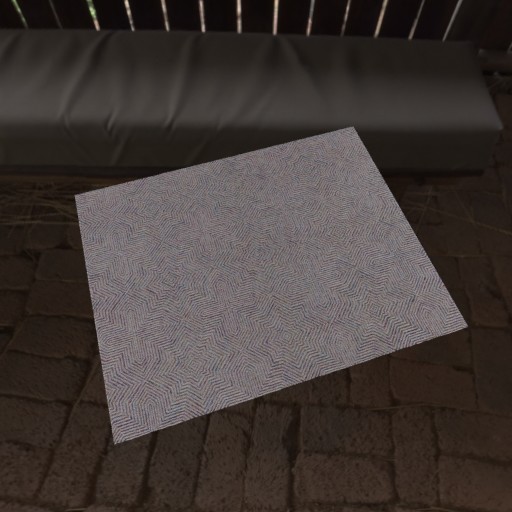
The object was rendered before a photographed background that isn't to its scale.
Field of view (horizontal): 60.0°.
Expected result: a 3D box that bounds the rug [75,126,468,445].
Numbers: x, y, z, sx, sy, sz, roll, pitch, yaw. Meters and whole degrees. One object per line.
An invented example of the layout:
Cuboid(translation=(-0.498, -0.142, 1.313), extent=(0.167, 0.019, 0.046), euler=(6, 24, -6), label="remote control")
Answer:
Cuboid(translation=(0.000, 0.000, 4.137), extent=(3.046, 0.008, 2.442), euler=(-16, 63, -8), label="rug")
